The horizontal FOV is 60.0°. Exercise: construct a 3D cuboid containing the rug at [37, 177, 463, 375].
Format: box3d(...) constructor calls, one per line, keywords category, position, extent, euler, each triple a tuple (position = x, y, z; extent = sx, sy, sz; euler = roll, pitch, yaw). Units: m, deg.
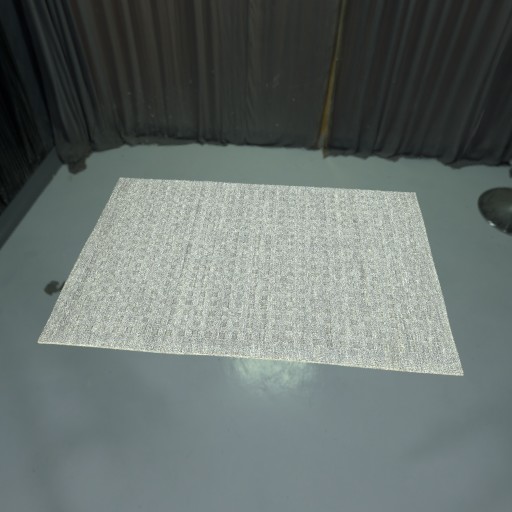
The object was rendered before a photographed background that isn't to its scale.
box3d(category="rug", position=(0.000, 0.000, 2.899), extent=(2.297, 0.018, 1.532), euler=(4, 46, 3))
